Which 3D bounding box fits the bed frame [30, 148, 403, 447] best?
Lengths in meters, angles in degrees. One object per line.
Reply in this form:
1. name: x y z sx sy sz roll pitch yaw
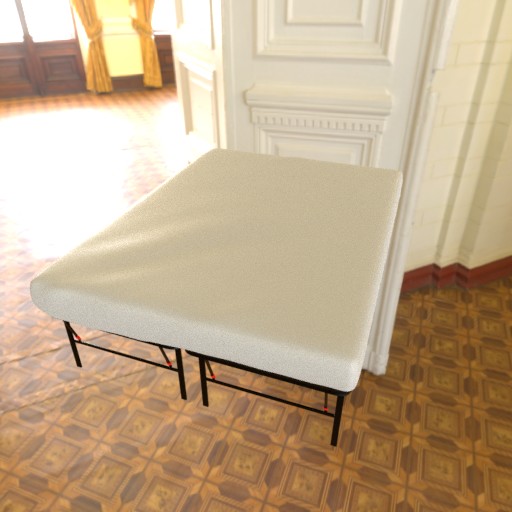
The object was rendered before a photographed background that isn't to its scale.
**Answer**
1. bed frame: 0.000 0.000 2.825 1.584 0.667 2.151 11 34 17
